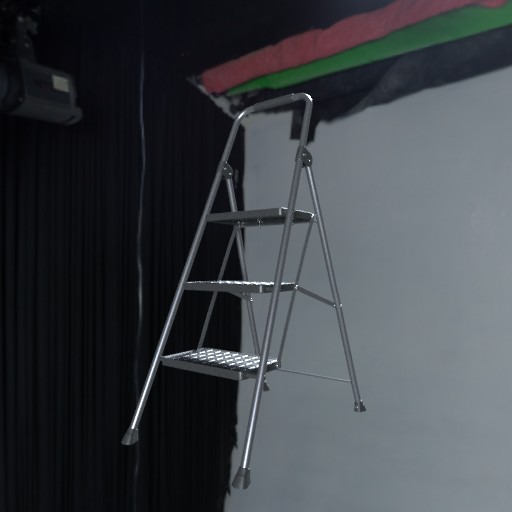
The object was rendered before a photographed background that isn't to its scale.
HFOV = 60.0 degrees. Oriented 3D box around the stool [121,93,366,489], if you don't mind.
[{"bbox_3d":[0.000,0.000,1.484,0.473,1.121,0.733,-1,-1,37],"label":"stool"}]
